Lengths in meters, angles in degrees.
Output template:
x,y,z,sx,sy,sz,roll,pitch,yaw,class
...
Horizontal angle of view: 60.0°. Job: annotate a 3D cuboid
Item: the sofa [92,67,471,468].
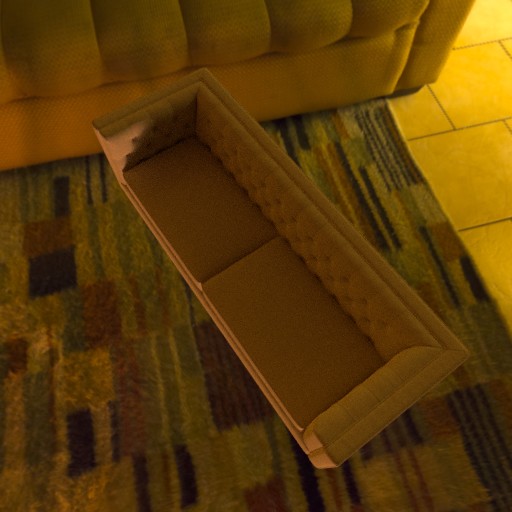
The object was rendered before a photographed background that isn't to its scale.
x,y,z,sx,sy,sz,roll,pitch,yaw,class
0.000,0.000,2.541,0.775,0.762,2.159,-32,68,-15,sofa
